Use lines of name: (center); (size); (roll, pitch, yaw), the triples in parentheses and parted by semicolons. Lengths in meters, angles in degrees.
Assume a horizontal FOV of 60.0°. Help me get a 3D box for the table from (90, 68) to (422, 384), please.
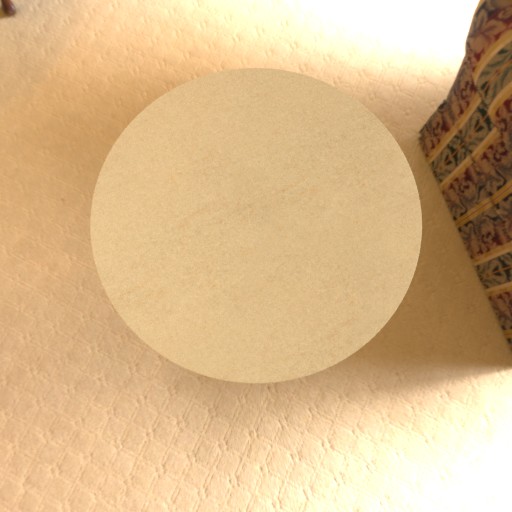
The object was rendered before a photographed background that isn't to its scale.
table: (0.000, 0.000, 0.943); (0.500, 0.564, 0.500); (0, 76, 0)
